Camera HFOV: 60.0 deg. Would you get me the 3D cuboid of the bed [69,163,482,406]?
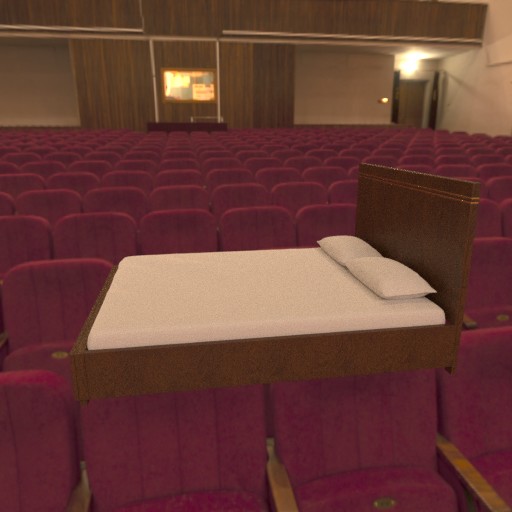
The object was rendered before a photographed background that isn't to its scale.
[{"bbox_3d":[0.000,0.000,3.158,2.221,1.169,1.613,-3,16,-9],"label":"bed"}]
